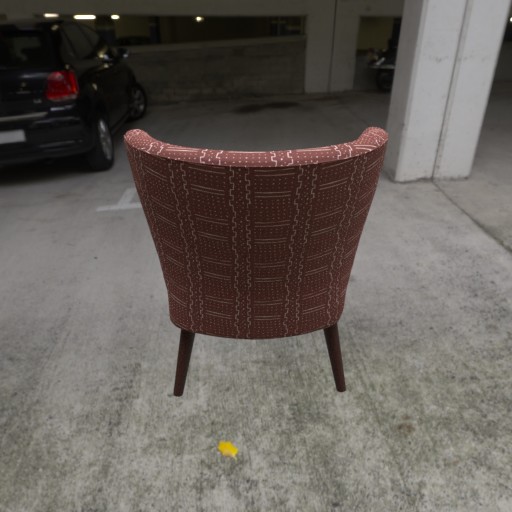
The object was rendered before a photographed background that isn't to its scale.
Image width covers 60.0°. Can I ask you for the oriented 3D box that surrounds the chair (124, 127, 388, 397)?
[{"bbox_3d":[0.000,0.000,1.426,0.706,0.866,0.758,-1,29,-2],"label":"chair"}]
